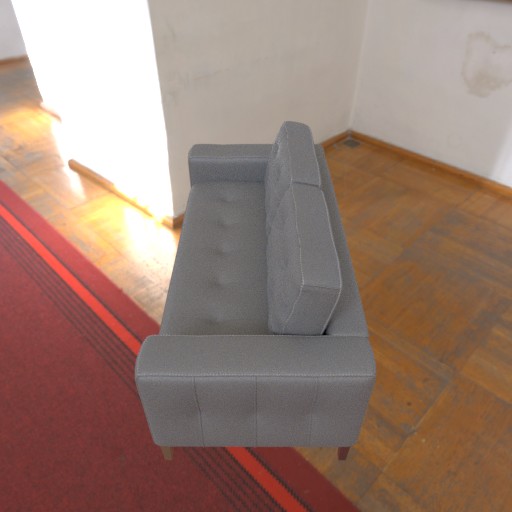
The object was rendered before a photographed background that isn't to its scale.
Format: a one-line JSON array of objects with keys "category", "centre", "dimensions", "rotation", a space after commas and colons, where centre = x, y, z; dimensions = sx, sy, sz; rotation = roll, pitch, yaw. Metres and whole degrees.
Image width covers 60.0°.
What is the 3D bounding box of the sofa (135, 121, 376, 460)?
[{"category": "sofa", "centre": [0.000, 0.000, 2.230], "dimensions": [0.833, 0.892, 1.726], "rotation": [0, 40, 0]}]
